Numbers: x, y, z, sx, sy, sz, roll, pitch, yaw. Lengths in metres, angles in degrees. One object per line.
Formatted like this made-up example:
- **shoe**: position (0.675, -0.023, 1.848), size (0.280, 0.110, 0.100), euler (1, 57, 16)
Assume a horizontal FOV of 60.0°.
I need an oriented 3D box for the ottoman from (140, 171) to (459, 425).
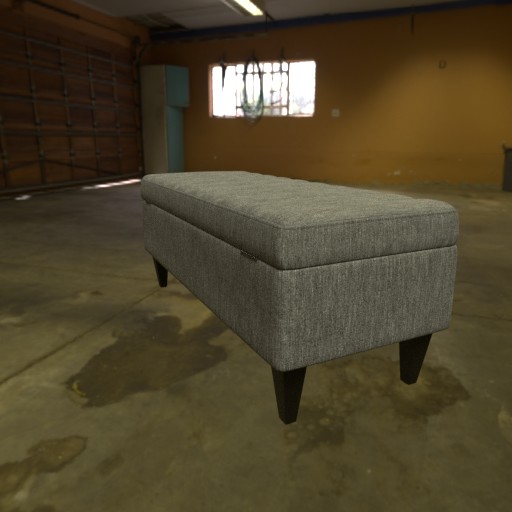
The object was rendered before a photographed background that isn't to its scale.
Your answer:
- **ottoman**: position (0.000, 0.000, 1.436), size (0.482, 0.469, 1.151), euler (-7, 17, -26)
